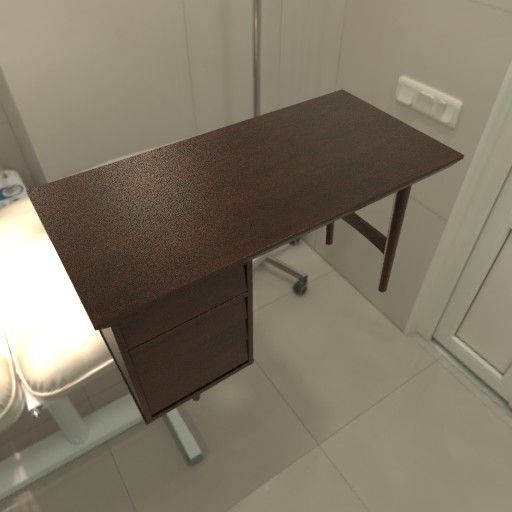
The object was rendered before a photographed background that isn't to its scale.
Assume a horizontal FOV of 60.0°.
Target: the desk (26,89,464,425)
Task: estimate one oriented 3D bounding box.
[{"bbox_3d":[0.000,0.000,1.686,1.277,0.758,0.612,-25,50,-23],"label":"desk"}]
